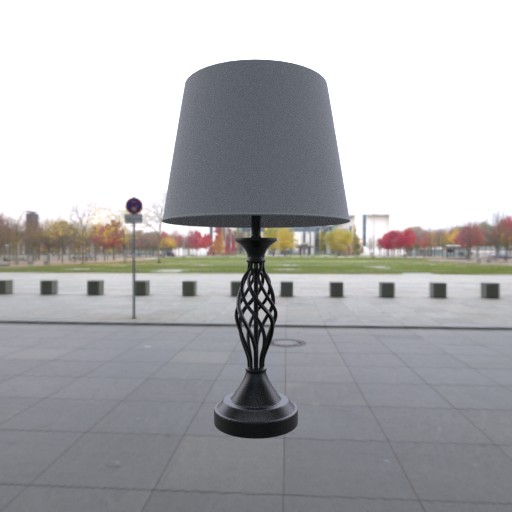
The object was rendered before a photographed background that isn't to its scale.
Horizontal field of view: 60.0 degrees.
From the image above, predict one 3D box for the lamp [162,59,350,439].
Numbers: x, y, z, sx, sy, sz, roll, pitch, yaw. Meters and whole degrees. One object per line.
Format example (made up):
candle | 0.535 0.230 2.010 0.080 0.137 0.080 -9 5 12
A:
lamp | 0.000 0.000 0.794 0.331 0.594 0.331 0 0 0
